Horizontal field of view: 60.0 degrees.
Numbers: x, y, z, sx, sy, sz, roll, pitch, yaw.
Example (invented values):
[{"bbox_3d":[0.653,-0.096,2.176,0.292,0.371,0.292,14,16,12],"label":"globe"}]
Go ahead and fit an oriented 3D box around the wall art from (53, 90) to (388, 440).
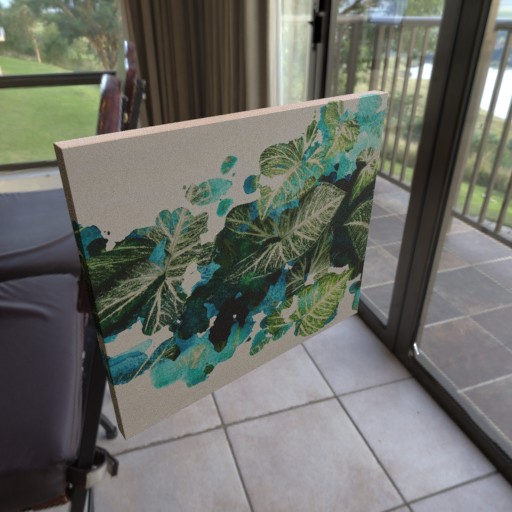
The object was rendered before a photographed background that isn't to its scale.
[{"bbox_3d":[0.000,0.000,0.964,0.711,0.610,0.043,-21,36,-32],"label":"wall art"}]
